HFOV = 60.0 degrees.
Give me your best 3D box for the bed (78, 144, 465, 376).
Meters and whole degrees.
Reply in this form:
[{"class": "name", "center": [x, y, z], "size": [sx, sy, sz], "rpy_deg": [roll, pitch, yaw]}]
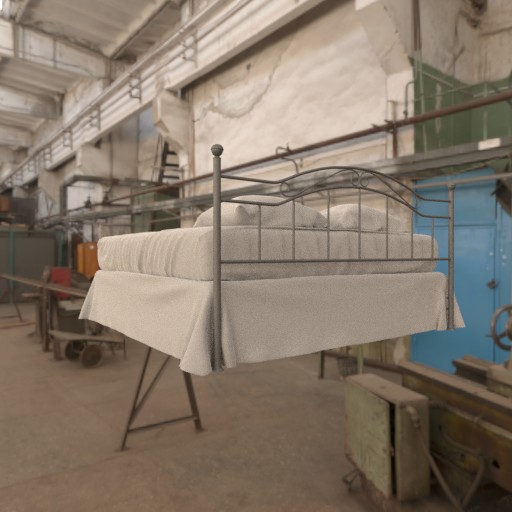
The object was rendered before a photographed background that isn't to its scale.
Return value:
[{"class": "bed", "center": [0.000, 0.000, 3.533], "size": [2.309, 1.080, 2.220], "rpy_deg": [0, 0, -35]}]
